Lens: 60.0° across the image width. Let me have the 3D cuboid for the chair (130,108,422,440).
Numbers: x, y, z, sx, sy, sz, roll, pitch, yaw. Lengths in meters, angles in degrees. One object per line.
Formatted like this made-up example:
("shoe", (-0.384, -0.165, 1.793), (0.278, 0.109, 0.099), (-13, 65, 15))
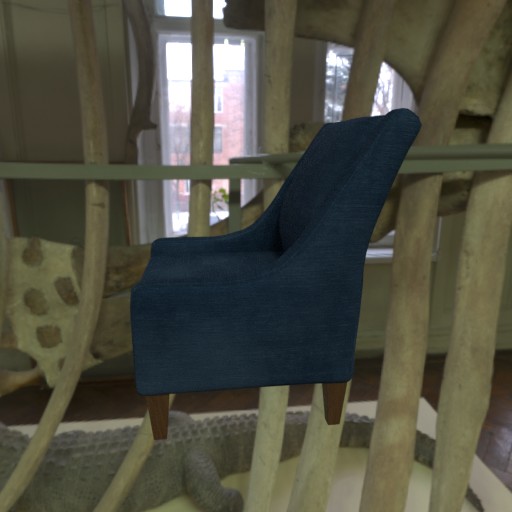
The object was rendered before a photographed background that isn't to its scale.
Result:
("chair", (0.000, 0.000, 1.677), (0.870, 1.014, 0.774), (-2, 13, -8))
